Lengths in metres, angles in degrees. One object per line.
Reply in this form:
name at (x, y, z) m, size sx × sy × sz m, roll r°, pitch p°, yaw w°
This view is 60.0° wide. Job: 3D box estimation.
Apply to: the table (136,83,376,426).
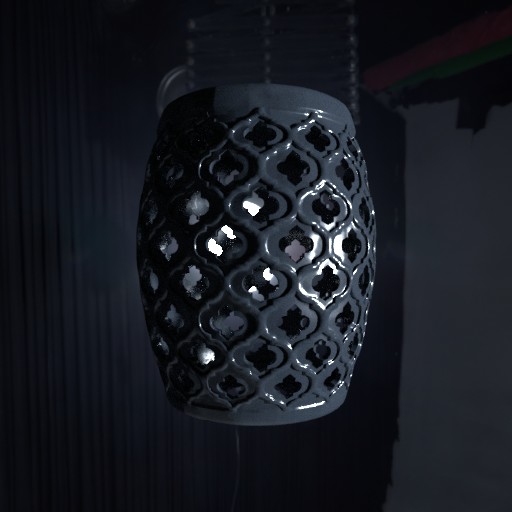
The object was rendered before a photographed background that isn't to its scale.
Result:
table at (0.000, 0.000, 0.621) m, size 0.325 × 0.388 × 0.325 m, roll 0°, pitch -1°, yaw 0°
